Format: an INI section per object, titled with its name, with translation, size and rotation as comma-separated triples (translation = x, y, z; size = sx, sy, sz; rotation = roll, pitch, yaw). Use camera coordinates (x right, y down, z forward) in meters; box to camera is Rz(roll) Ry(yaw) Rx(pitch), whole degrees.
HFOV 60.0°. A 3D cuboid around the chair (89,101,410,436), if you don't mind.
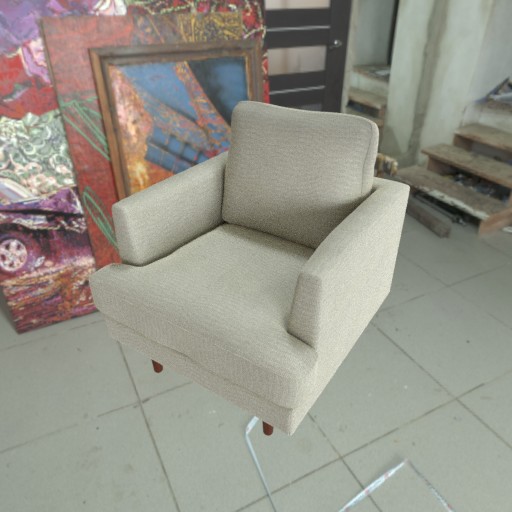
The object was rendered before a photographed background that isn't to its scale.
[chair]
translation = 0.000, 0.000, 1.653
size = 0.858, 0.957, 0.899
rotation = 19, 37, 28
